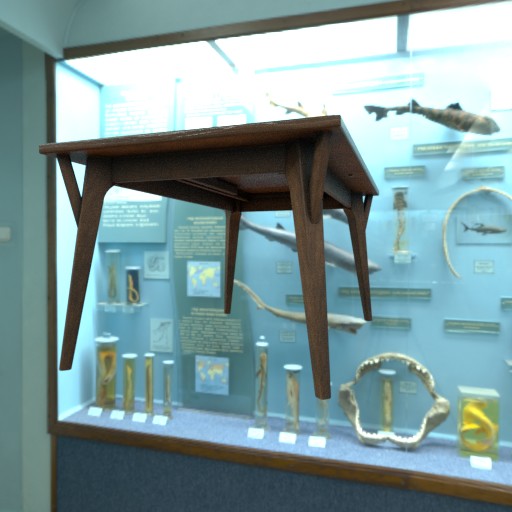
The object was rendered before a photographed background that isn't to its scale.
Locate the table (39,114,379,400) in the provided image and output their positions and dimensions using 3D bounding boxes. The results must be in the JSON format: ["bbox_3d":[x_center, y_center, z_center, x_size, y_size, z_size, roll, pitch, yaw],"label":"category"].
[{"bbox_3d":[0.000,0.000,2.026,0.990,0.761,1.524,0,1,19],"label":"table"}]
